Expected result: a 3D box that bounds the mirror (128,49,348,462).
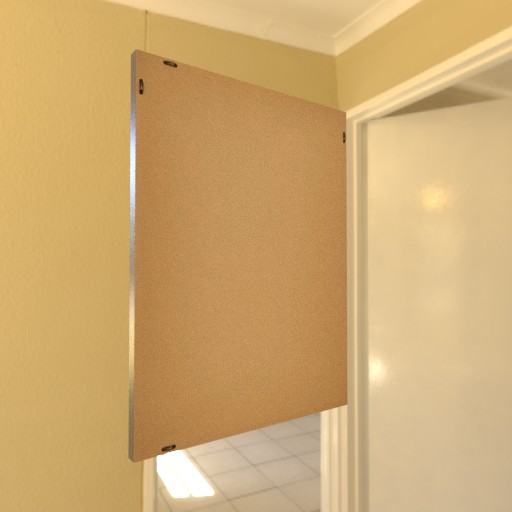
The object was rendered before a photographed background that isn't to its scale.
[{"bbox_3d":[0.000,0.000,1.327,0.762,1.016,0.041,1,-2,-36],"label":"mirror"}]
